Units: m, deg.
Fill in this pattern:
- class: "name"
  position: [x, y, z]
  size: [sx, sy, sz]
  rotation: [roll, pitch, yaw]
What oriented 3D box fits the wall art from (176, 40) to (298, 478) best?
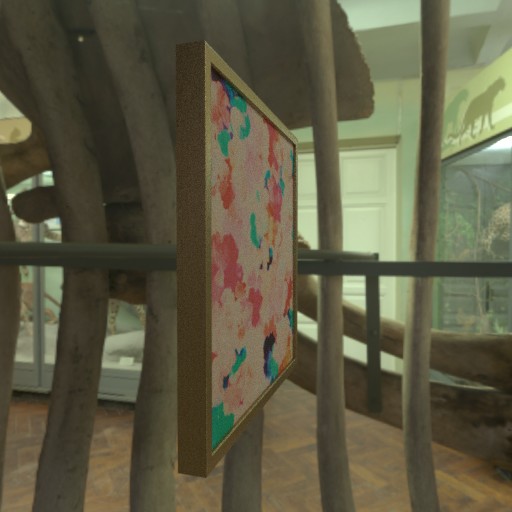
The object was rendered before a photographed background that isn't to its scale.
- class: "wall art"
  position: [0.000, 0.000, 0.763]
  size: [0.037, 0.509, 0.510]
  rotation: [1, 2, 17]
